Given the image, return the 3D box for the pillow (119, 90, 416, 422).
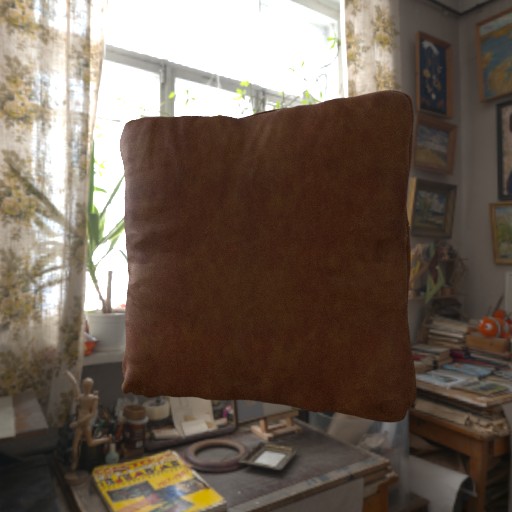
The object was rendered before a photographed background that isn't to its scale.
[{"bbox_3d":[0.000,0.000,0.722,0.489,0.490,0.130,0,-1,18],"label":"pillow"}]
